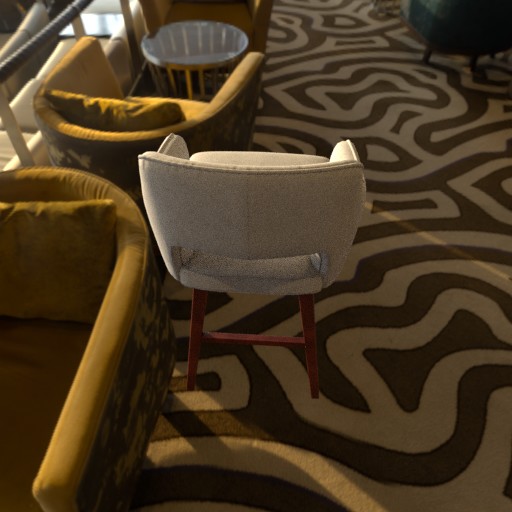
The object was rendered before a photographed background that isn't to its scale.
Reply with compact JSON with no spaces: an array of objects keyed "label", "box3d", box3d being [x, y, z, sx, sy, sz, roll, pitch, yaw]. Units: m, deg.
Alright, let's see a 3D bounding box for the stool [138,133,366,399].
[{"label":"stool","box3d":[0.000,0.000,1.346,0.548,1.012,0.558,3,47,3]}]
